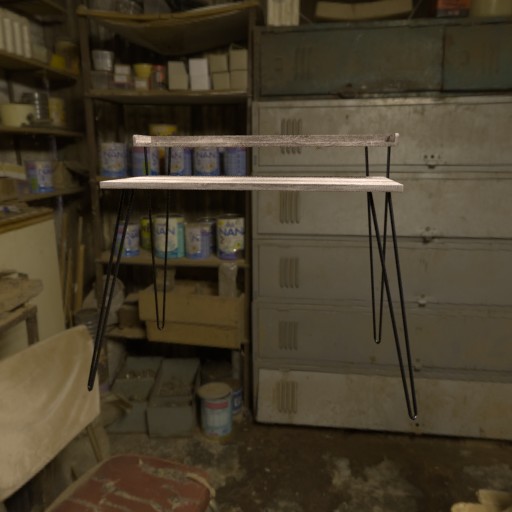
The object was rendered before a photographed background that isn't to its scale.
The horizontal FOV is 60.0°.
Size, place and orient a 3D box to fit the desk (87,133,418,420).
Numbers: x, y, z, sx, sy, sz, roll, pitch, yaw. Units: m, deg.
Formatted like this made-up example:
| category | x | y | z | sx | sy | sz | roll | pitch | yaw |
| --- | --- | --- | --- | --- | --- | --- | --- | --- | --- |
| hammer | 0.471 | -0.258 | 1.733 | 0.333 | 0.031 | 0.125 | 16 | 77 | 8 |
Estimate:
| category | x | y | z | sx | sy | sz | roll | pitch | yaw |
| --- | --- | --- | --- | --- | --- | --- | --- | --- | --- |
| desk | 0.000 | 0.000 | 1.676 | 1.135 | 0.899 | 0.605 | 2 | 13 | 9 |
